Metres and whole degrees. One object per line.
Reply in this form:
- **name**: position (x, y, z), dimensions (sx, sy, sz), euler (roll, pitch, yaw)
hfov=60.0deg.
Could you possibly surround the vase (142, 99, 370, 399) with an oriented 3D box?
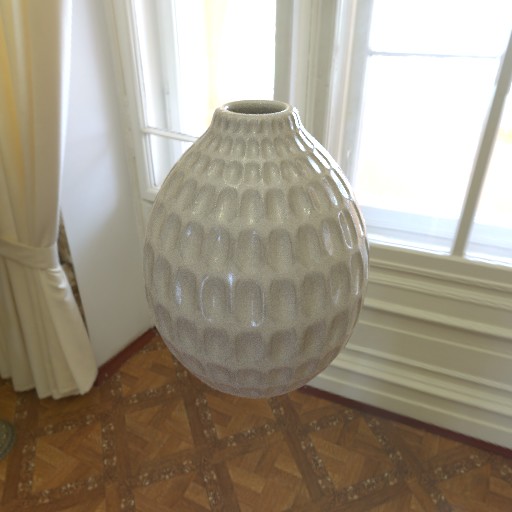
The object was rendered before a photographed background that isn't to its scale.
- **vase**: position (0.000, 0.000, 0.255), dimensions (0.128, 0.167, 0.128), euler (0, 31, 0)
